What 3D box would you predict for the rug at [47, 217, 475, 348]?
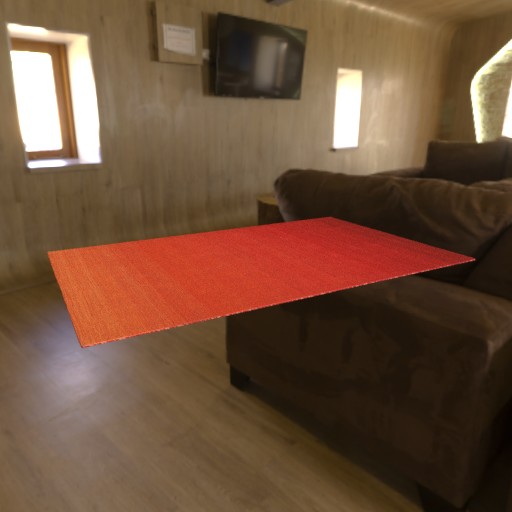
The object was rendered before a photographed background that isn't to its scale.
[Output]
[{"bbox_3d":[0.000,0.000,2.973,2.442,0.010,1.531,-9,19,-28],"label":"rug"}]
